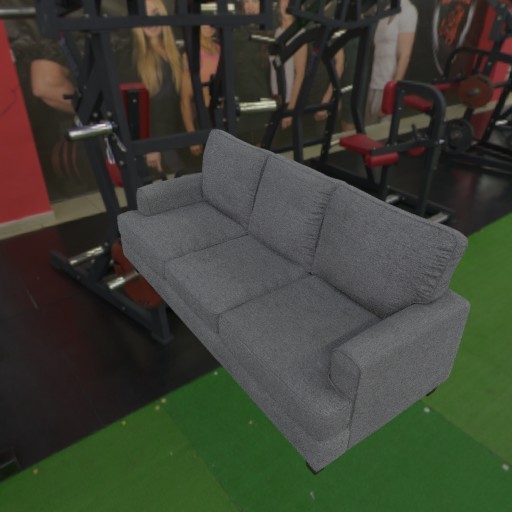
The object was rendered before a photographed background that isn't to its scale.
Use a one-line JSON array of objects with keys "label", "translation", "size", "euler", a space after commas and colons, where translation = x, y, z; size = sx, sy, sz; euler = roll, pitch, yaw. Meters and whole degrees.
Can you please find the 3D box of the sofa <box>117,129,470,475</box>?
[{"label": "sofa", "translation": [0.000, 0.000, 2.595], "size": [0.951, 0.965, 2.158], "euler": [-20, 36, -30]}]
